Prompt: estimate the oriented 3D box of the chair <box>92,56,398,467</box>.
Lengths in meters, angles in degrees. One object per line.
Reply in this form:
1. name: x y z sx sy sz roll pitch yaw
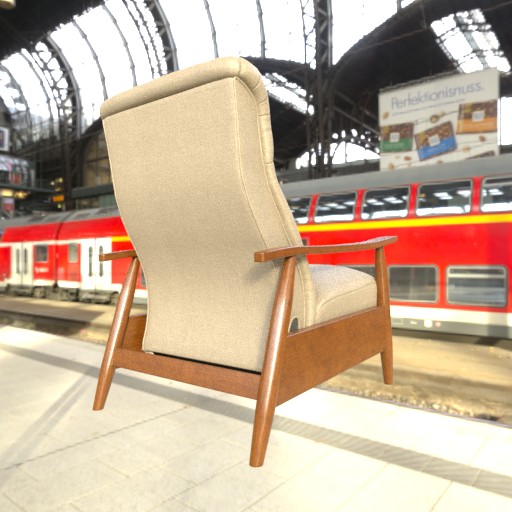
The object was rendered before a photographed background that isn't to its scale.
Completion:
1. chair: 0.000 0.000 1.726 0.762 1.082 1.032 0 -1 37
